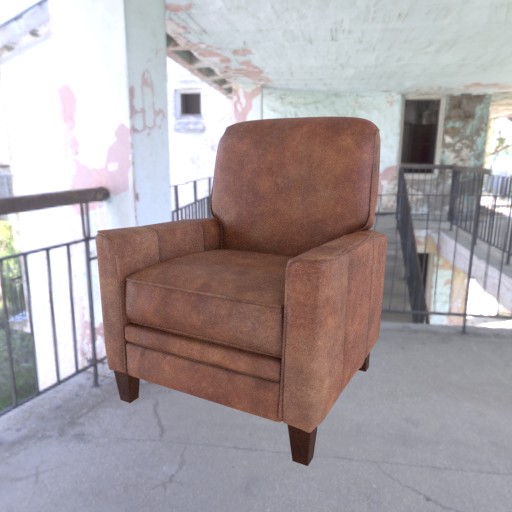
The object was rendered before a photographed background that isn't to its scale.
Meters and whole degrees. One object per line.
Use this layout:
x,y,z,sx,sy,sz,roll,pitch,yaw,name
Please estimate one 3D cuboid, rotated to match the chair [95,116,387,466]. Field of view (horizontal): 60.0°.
0.000,0.000,1.670,0.843,1.043,0.836,7,15,28,chair
